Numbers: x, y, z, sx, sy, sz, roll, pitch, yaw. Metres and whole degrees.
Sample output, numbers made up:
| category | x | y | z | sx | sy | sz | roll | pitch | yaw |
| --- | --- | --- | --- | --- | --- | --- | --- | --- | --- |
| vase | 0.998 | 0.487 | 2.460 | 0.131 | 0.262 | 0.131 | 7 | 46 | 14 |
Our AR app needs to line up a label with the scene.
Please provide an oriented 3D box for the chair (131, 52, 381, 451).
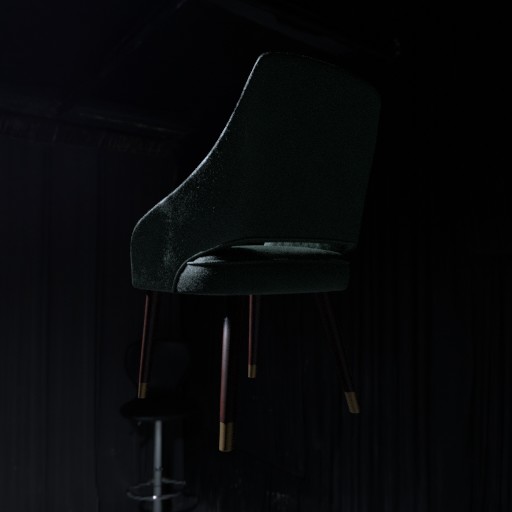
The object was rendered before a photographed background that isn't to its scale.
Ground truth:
| category | x | y | z | sx | sy | sz | roll | pitch | yaw |
| --- | --- | --- | --- | --- | --- | --- | --- | --- | --- |
| chair | 0.000 | 0.000 | 1.572 | 0.683 | 1.081 | 0.794 | 1 | -2 | -37 |
